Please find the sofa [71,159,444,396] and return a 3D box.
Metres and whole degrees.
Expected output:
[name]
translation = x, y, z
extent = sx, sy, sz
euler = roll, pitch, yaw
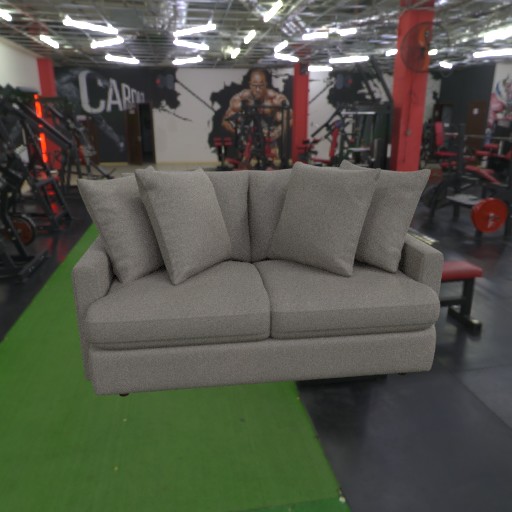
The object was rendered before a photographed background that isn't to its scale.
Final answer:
[sofa]
translation = 0.000, 0.000, 2.631
extent = 1.869, 1.080, 1.228
euler = -2, 18, -7
